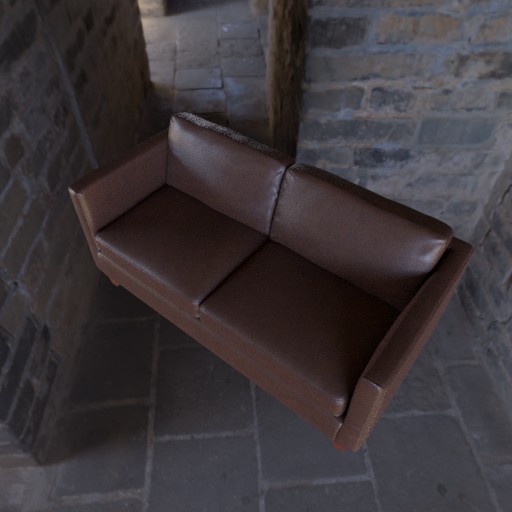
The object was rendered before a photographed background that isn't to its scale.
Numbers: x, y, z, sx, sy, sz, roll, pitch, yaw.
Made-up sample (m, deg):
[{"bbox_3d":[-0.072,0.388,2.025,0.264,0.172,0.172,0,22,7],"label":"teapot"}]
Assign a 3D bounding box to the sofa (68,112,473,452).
[{"bbox_3d":[0.000,0.000,2.406,1.883,0.933,0.951,30,54,25],"label":"sofa"}]
